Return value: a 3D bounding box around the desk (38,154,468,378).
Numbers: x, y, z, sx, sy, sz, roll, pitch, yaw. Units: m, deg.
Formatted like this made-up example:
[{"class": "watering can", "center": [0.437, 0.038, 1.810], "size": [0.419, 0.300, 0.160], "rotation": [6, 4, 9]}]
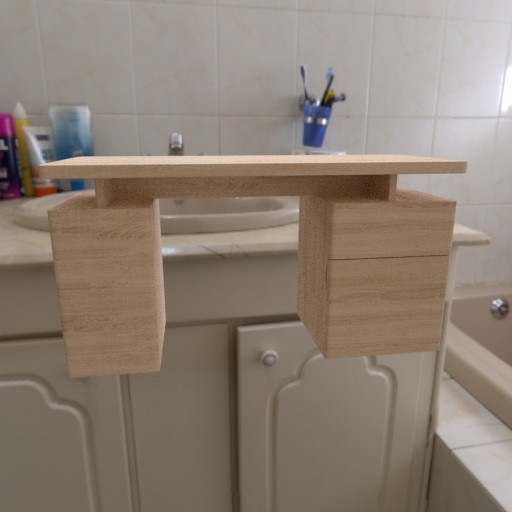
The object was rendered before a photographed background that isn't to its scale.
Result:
[{"class": "desk", "center": [0.000, 0.000, 1.771], "size": [1.400, 0.760, 0.550], "rotation": [-2, 15, -8]}]
